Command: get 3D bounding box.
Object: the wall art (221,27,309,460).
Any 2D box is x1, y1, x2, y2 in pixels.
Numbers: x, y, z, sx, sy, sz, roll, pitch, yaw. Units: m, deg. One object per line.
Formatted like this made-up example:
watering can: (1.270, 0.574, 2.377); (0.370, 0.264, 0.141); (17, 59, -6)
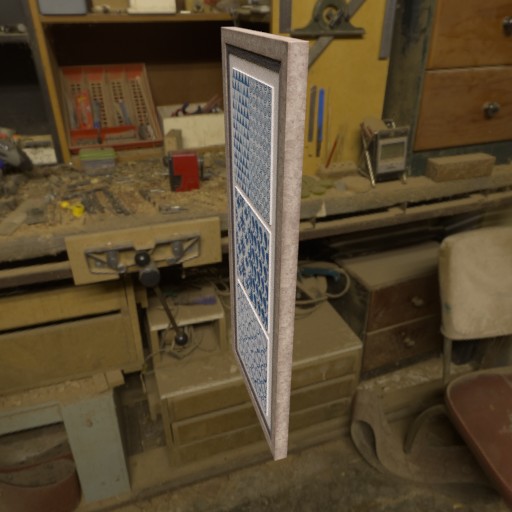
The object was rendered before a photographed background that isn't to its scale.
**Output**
wall art: (0.000, 0.000, 1.621); (0.051, 1.461, 0.648); (-9, 31, -15)
